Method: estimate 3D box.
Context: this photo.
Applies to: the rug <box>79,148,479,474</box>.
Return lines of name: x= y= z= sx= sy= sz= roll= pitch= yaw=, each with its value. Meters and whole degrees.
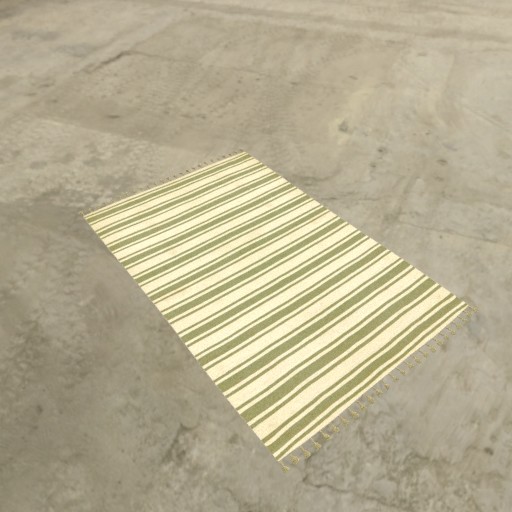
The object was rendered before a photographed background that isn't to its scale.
rug: x=0.000 y=0.000 z=3.018 sx=1.540 sy=0.018 sz=2.435 roll=-28 pitch=50 yaw=-26
